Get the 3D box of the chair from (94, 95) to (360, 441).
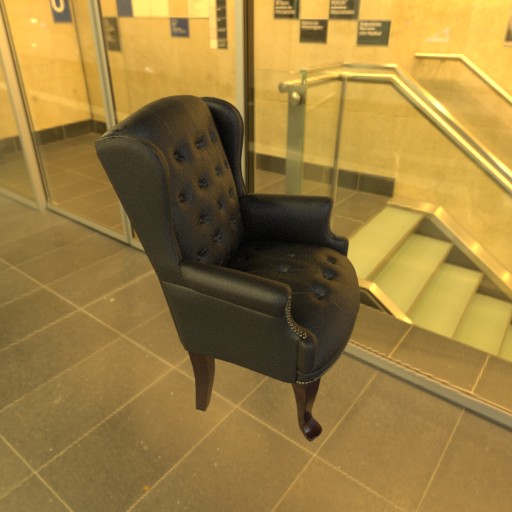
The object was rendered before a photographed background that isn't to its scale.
[{"bbox_3d":[0.000,0.000,1.712,0.822,1.133,0.831,9,30,16],"label":"chair"}]
